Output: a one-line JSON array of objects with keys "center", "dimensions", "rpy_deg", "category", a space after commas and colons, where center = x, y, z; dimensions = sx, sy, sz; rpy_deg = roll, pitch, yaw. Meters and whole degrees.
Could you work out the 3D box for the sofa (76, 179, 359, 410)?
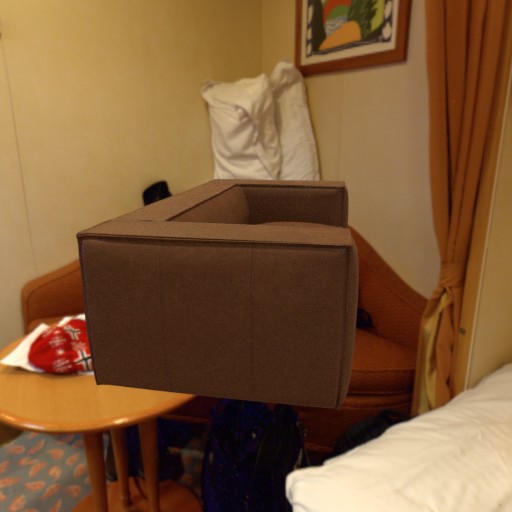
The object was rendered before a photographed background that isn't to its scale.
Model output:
[{"center": [0.000, 0.000, 2.639], "dimensions": [1.102, 0.703, 2.088], "rpy_deg": [3, 16, 10], "category": "sofa"}]
